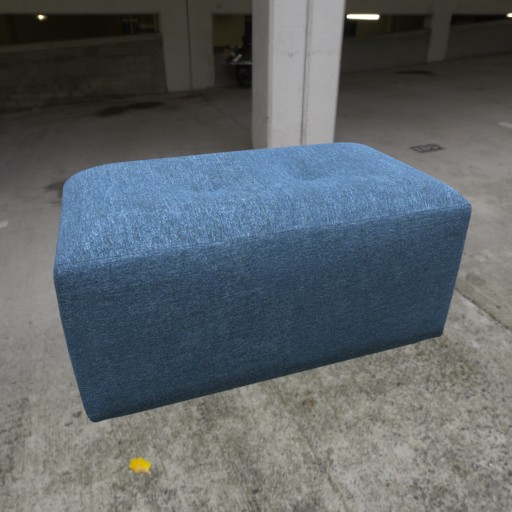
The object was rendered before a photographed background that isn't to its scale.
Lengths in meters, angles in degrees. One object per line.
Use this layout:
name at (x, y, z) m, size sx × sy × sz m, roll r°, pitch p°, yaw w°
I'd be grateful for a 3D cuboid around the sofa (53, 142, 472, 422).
sofa at (0.000, 0.000, 1.171) m, size 0.930 × 0.470 × 0.480 m, roll -9°, pitch 30°, yaw -16°
